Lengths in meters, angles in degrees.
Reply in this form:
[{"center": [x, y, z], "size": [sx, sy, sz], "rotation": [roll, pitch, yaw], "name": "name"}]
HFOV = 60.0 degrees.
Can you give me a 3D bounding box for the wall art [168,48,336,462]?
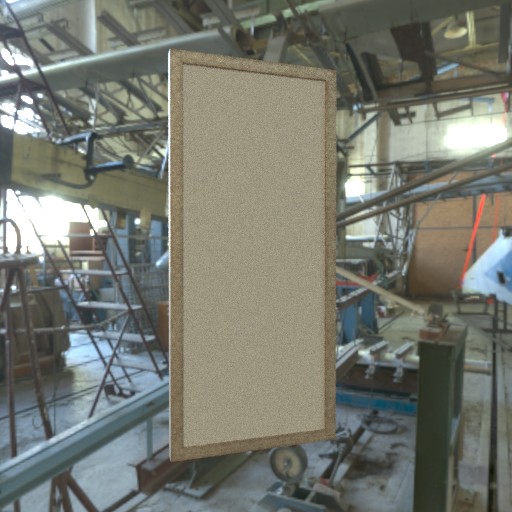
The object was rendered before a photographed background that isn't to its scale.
[{"center": [0.000, 0.000, 1.682], "size": [0.648, 1.461, 0.051], "rotation": [0, 1, -17], "name": "wall art"}]
